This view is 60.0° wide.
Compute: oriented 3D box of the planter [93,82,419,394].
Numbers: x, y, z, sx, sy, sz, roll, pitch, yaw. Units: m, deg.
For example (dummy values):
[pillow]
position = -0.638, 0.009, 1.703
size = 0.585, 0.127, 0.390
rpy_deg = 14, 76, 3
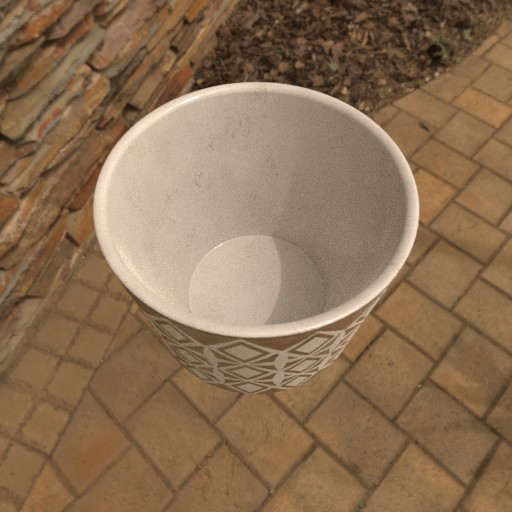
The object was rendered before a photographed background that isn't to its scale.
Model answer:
[planter]
position = 0.000, 0.000, 0.452
size = 0.260, 0.220, 0.260
rpy_deg = 0, 58, 0
